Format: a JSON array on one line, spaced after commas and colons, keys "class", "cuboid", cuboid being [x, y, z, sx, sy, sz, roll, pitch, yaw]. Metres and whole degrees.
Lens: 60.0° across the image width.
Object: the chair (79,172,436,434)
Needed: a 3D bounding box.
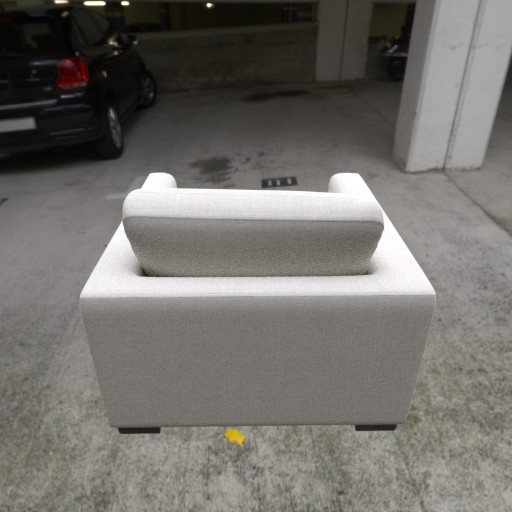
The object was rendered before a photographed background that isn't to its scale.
[{"class": "chair", "cuboid": [0.000, 0.000, 1.857, 1.070, 0.876, 1.100, 0, 30, -1]}]
